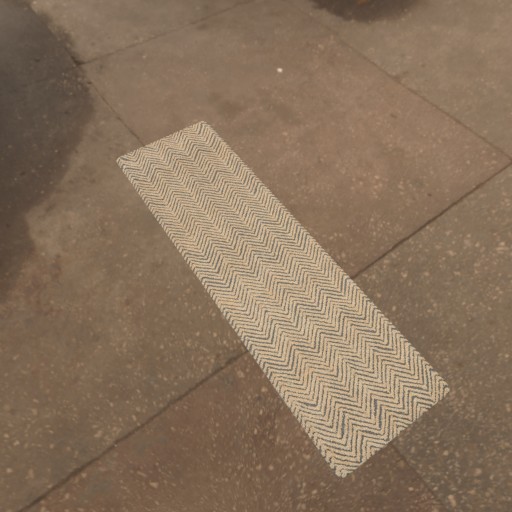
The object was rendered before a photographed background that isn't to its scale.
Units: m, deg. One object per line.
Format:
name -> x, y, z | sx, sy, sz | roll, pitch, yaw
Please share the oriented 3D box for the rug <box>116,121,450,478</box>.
rug -> 0.000, 0.000, 2.497 | 0.686, 0.008, 2.286 | -30, 62, -18
